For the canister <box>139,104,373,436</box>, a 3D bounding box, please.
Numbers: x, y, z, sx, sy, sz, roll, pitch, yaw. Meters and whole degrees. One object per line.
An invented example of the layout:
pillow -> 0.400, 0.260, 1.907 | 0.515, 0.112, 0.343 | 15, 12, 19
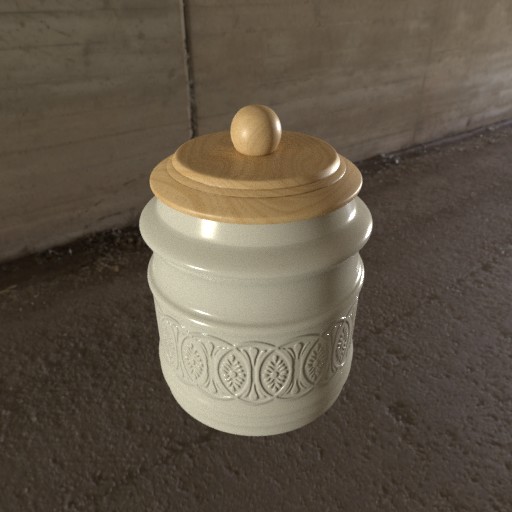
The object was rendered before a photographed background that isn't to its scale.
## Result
canister -> 0.000, 0.000, 0.268 | 0.130, 0.176, 0.130 | 0, 32, 0
